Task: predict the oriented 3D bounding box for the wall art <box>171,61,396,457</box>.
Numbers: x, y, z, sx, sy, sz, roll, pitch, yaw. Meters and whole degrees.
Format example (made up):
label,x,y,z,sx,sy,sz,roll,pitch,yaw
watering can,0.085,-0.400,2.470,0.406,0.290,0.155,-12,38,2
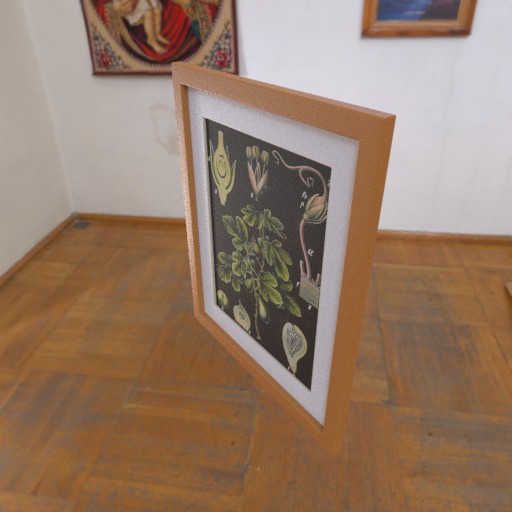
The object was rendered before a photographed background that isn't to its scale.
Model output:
label,x,y,z,sx,sy,sz,roll,pitch,yaw
wall art,0.000,0.000,0.745,0.022,0.553,0.452,-21,38,-31
